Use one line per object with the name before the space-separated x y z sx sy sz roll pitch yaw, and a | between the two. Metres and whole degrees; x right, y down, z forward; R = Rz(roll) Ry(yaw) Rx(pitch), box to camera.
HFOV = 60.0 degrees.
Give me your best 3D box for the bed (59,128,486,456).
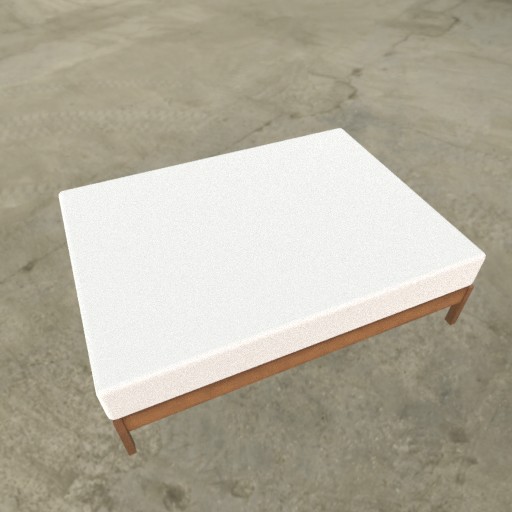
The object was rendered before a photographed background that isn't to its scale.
bed | 0.000 0.000 2.763 2.050 0.593 1.529 -17 47 -16
